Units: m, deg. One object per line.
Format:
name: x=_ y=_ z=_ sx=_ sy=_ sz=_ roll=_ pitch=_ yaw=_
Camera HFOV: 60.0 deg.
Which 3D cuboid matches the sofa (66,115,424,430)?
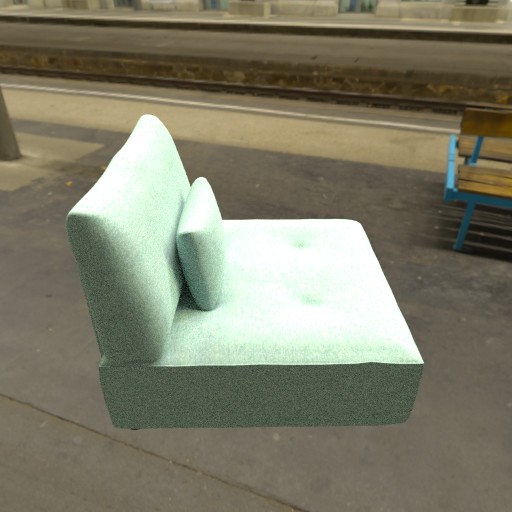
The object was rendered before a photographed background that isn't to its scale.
sofa: x=0.000 y=0.000 z=1.657 sx=1.000 sy=0.820 sz=0.930 roll=0 pitch=32 yaw=-1
